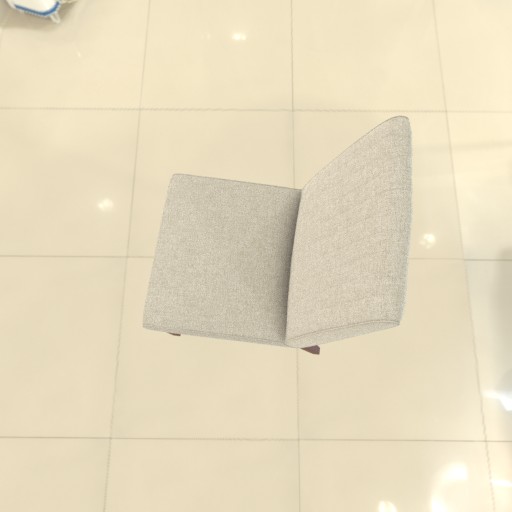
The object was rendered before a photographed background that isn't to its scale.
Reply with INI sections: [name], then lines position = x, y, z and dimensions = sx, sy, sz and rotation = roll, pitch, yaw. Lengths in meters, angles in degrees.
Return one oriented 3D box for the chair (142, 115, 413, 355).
[chair]
position = 0.000, 0.000, 1.259
dimensions = 0.594, 0.900, 0.480
rotation = 7, 75, 2
